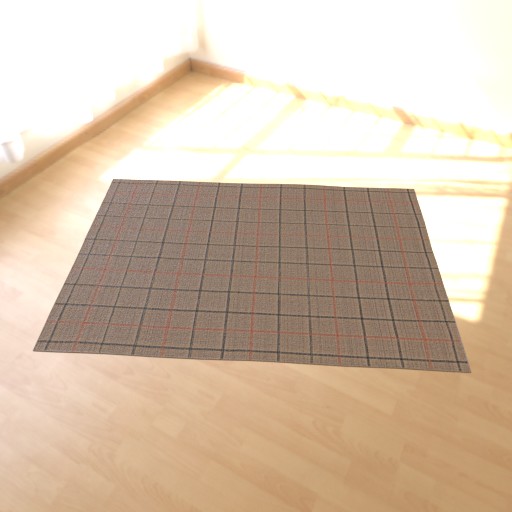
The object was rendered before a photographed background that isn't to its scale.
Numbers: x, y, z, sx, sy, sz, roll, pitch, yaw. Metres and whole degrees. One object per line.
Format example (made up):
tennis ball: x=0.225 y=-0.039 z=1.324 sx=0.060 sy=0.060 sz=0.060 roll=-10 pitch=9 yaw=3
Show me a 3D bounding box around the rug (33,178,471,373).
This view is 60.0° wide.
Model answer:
rug: x=0.000 y=0.000 z=2.265 sx=1.829 sy=0.013 sz=1.220 roll=2 pitch=46 yaw=2
